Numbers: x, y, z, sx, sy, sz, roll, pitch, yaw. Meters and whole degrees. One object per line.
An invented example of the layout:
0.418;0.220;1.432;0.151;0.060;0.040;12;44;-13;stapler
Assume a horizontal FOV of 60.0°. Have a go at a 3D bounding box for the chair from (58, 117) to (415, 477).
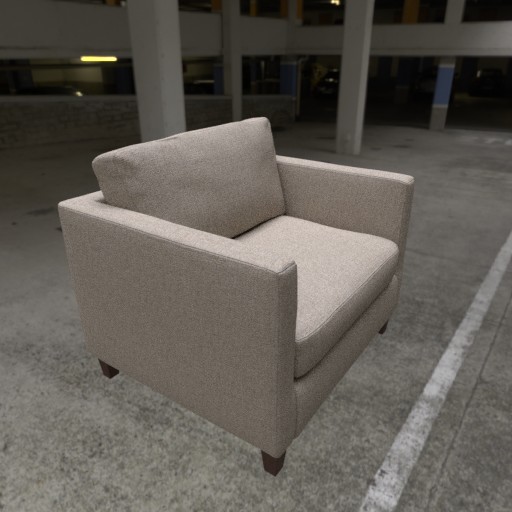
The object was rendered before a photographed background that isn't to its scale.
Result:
0.000;0.000;1.803;0.959;0.961;1.107;16;30;31;chair
